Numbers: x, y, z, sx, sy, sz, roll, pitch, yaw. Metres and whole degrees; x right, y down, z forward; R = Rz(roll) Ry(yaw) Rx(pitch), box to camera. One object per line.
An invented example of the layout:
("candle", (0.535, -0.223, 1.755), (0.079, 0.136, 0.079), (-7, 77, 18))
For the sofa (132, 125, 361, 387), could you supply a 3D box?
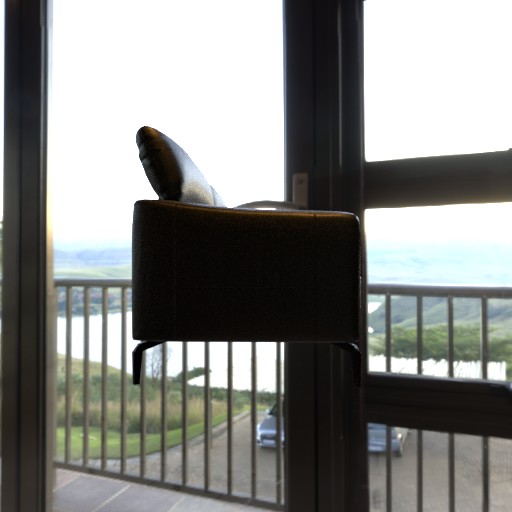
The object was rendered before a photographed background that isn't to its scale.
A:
("sofa", (0.000, 0.000, 2.533), (0.856, 0.957, 2.069), (0, -1, 2))
